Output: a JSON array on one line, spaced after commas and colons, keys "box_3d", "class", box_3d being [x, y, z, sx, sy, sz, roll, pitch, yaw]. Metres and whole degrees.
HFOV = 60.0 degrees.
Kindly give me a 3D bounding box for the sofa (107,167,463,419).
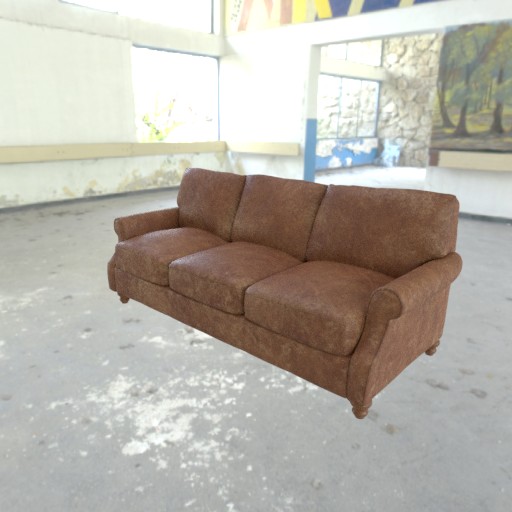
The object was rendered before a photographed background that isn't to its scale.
[{"box_3d": [0.000, 0.000, 2.884, 2.351, 0.977, 0.973, 15, 22, 41], "class": "sofa"}]
